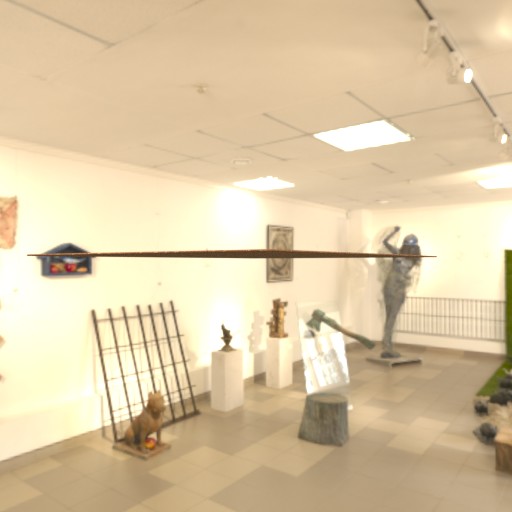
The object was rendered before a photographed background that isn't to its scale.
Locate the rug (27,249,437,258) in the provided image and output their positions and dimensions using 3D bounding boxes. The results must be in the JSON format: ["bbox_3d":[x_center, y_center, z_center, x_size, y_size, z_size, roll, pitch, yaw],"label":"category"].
[{"bbox_3d":[0.000,0.000,4.131,2.441,0.015,3.050,-1,-1,37],"label":"rug"}]
